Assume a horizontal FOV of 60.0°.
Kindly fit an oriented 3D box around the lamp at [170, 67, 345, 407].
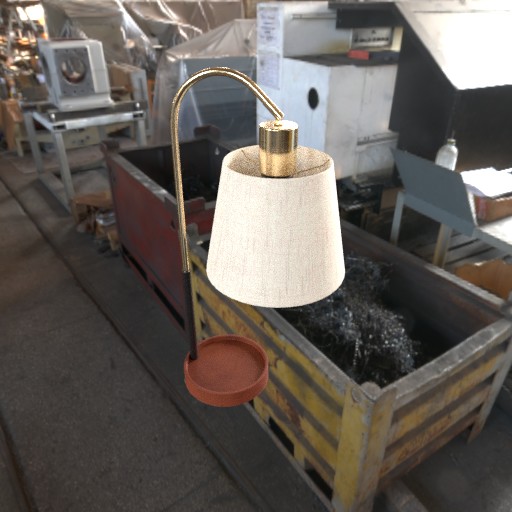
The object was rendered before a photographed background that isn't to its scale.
[{"bbox_3d":[0.000,0.000,0.684,0.273,0.536,0.211,10,32,16],"label":"lamp"}]
